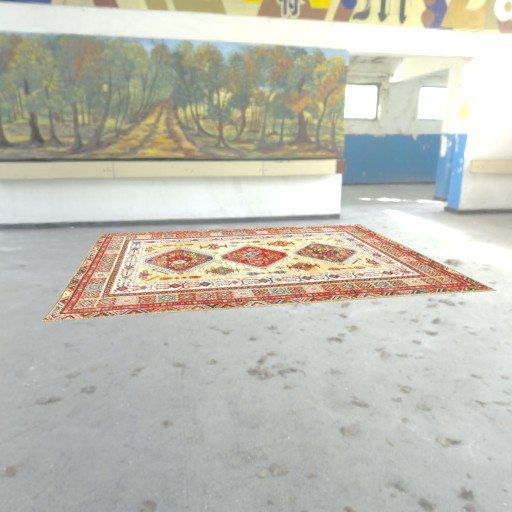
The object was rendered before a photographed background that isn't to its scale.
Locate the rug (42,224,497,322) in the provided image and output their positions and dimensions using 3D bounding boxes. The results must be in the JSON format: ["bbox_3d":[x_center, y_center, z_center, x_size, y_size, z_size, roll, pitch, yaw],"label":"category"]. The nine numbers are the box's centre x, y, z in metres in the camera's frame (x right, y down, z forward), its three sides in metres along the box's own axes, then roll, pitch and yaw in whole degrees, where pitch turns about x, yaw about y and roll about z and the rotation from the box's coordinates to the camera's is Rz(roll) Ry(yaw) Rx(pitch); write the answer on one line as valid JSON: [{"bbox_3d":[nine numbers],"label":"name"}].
[{"bbox_3d":[0.000,0.000,4.067,3.067,0.005,2.460,-3,16,-10],"label":"rug"}]
